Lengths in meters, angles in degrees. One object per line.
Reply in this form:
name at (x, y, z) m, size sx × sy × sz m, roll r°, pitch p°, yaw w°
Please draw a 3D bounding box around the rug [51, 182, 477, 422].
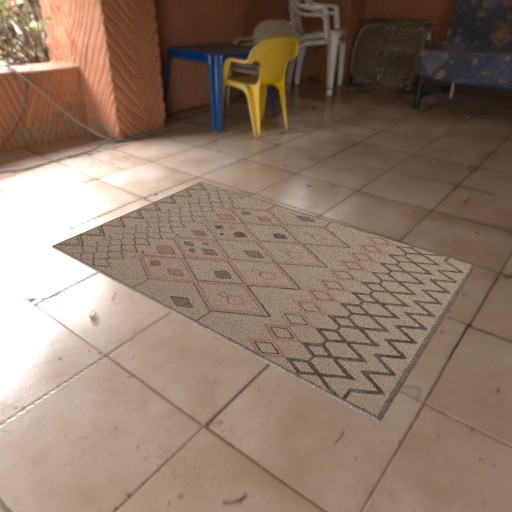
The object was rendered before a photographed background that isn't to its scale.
rug at (0.000, 0.000, 2.984) m, size 2.438 × 0.015 × 1.524 m, roll 21°, pitch 37°, yaw 31°
